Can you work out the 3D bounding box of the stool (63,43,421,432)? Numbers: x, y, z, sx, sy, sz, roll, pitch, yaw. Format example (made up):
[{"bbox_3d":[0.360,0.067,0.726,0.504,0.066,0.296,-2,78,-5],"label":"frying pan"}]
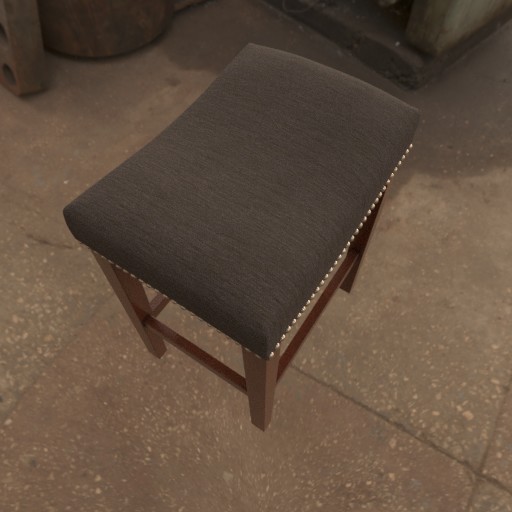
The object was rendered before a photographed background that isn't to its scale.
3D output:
[{"bbox_3d":[0.000,0.000,0.953,0.372,0.654,0.504,29,63,17],"label":"stool"}]
